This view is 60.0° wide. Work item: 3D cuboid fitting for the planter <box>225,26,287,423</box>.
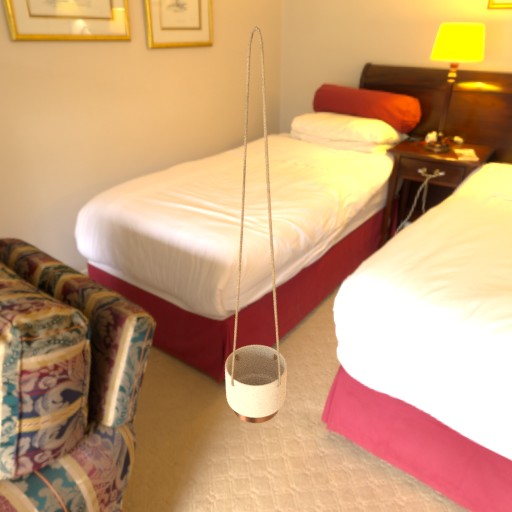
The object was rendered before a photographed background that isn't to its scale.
[{"bbox_3d":[0.000,0.000,0.914,0.146,0.841,0.146,0,28,0],"label":"planter"}]
